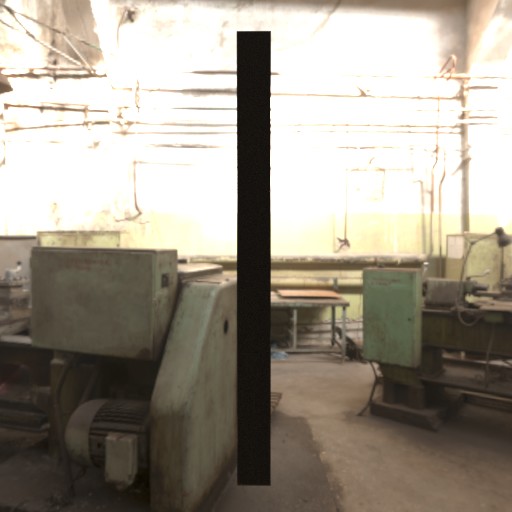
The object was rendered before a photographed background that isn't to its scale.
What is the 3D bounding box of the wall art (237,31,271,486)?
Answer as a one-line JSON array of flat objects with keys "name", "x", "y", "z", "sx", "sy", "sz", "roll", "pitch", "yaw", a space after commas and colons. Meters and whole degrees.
[{"name": "wall art", "x": 0.000, "y": 0.000, "z": 0.749, "sx": 0.038, "sy": 0.508, "sz": 0.508, "roll": 0, "pitch": 1, "yaw": 1}]
